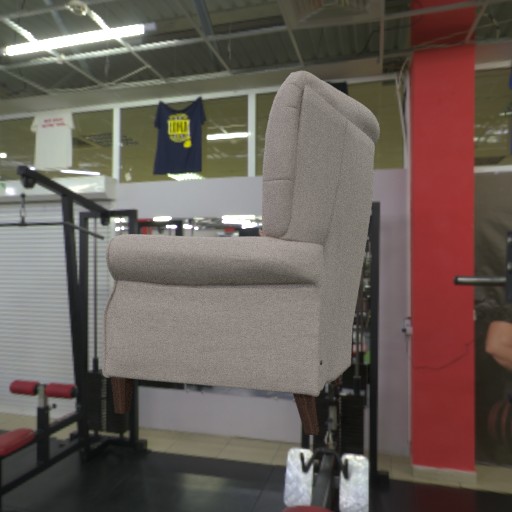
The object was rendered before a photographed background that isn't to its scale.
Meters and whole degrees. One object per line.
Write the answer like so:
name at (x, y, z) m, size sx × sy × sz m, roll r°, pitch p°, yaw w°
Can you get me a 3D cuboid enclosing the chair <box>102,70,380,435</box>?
chair at (0.000, 0.000, 1.899) m, size 1.025 × 1.209 × 0.942 m, roll 0°, pitch -1°, yaw 18°
